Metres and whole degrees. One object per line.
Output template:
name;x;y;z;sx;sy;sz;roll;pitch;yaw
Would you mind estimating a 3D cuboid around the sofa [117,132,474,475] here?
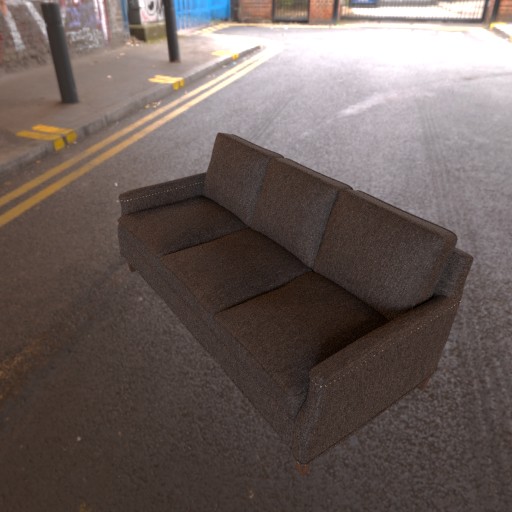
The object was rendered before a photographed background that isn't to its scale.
sofa;0.000;0.000;2.810;1.084;1.003;2.246;-20;37;-29
